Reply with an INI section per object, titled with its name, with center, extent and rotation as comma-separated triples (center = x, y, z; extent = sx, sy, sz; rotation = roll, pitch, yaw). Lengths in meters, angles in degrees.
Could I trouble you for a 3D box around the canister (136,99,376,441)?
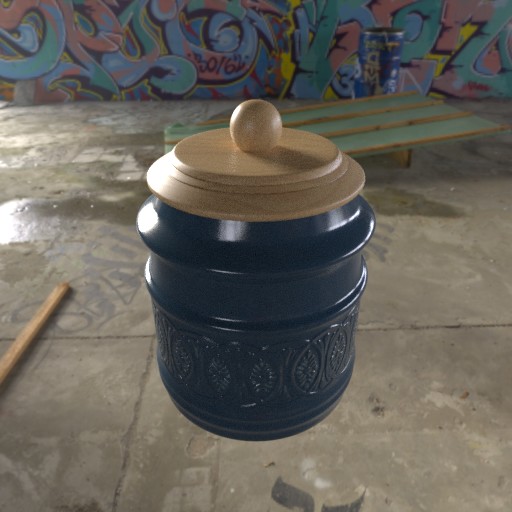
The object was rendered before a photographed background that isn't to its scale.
[canister]
center = 0.000, 0.000, 0.261
extent = 0.130, 0.176, 0.130
rotation = 0, 31, 0
